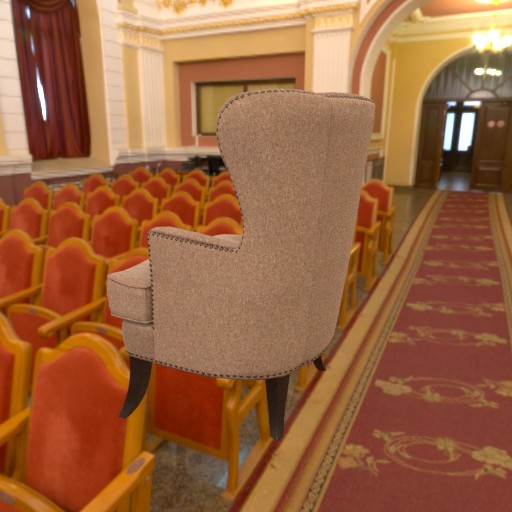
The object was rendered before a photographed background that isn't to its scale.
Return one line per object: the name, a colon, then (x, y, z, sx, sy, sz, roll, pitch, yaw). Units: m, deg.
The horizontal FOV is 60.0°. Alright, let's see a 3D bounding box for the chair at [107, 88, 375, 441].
chair: (0.000, 0.000, 1.586, 0.758, 1.060, 0.759, 7, 17, 25)
